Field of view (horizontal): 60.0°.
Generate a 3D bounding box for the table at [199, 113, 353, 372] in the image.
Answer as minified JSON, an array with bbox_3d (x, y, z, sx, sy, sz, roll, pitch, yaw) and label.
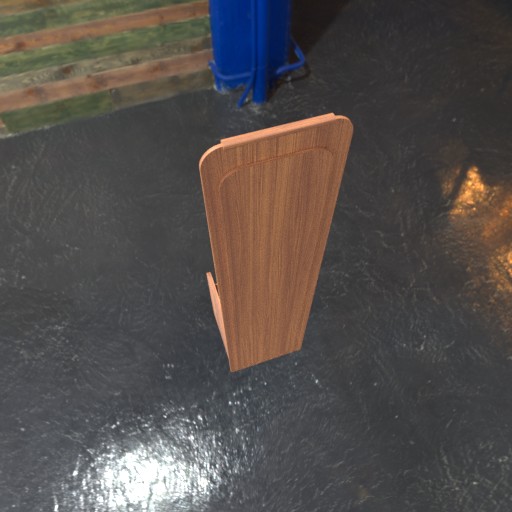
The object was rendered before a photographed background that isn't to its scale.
[{"bbox_3d":[0.000,0.000,2.033,0.450,1.830,0.420,-16,59,-10],"label":"table"}]
